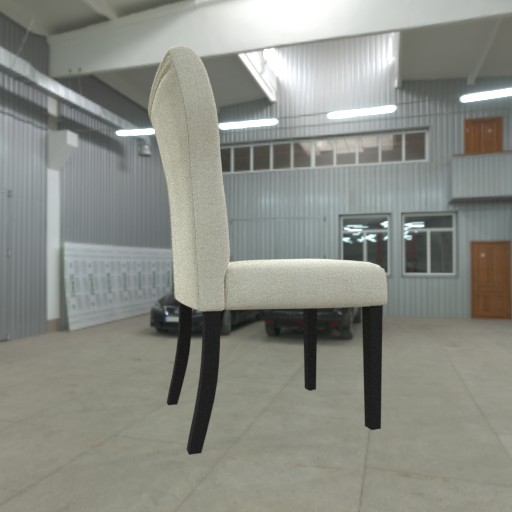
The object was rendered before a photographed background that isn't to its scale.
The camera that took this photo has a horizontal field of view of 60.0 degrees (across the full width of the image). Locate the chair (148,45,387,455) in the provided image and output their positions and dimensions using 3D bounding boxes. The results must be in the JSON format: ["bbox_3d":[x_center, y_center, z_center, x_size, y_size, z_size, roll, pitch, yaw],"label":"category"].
[{"bbox_3d":[0.000,0.000,1.283,0.597,0.921,0.509,0,-1,-18],"label":"chair"}]
